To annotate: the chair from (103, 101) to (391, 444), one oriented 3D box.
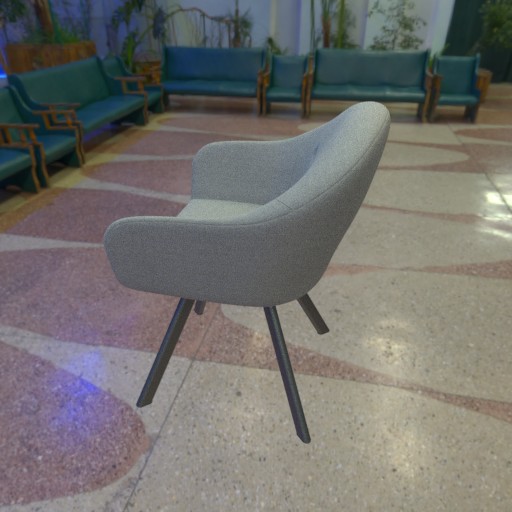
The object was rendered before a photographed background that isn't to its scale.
[{"bbox_3d":[0.000,0.000,1.153,0.570,0.780,0.540,7,31,12],"label":"chair"}]
